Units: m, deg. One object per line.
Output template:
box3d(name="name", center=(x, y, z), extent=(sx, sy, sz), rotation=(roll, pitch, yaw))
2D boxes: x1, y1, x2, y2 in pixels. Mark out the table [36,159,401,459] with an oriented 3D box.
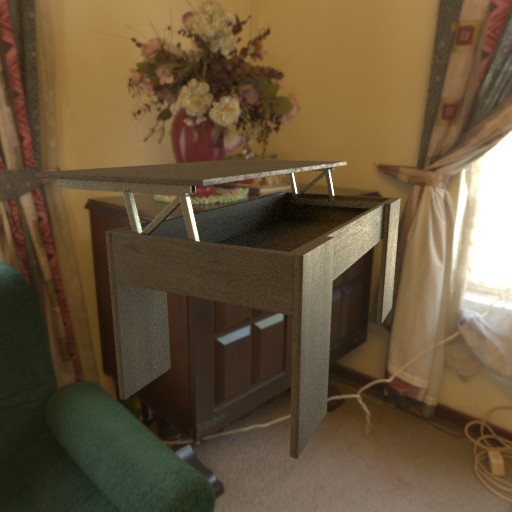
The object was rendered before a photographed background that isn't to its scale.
box3d(name="table", center=(0.000, 0.000, 1.438), extent=(0.711, 0.570, 1.000), rotation=(7, 16, 27))
